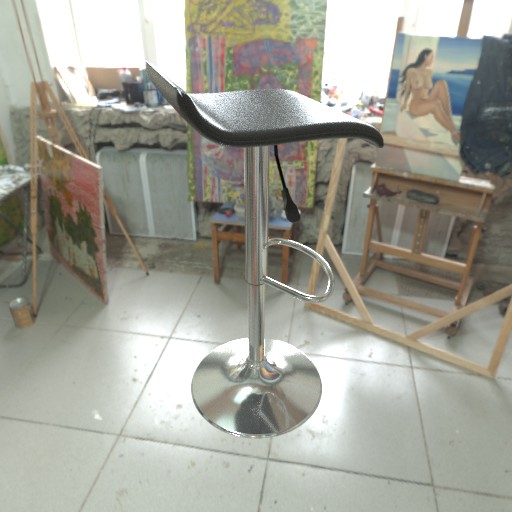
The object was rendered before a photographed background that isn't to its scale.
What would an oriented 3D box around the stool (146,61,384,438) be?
[{"bbox_3d":[0.000,0.000,1.073,0.381,0.851,0.381,-10,32,-17],"label":"stool"}]
